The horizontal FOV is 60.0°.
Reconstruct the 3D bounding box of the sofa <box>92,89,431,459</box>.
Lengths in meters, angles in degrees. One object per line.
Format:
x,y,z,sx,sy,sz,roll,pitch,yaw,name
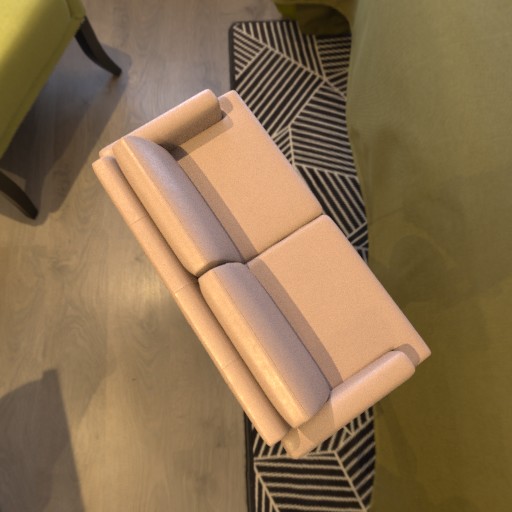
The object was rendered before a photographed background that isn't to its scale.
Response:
0.000,0.000,2.457,0.974,0.765,1.940,-33,78,-8,sofa
